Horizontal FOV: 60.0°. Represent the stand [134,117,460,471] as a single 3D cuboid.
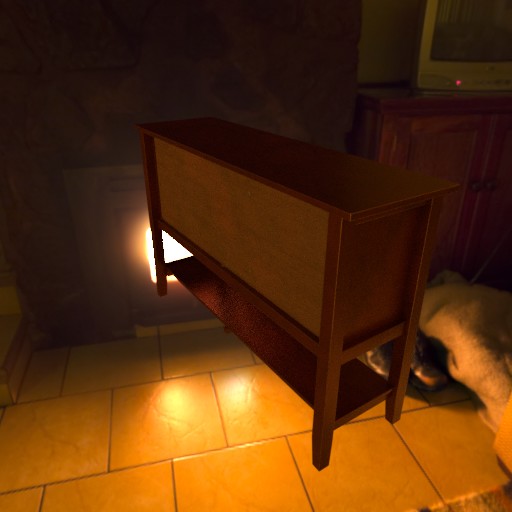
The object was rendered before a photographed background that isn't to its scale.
[{"bbox_3d":[0.000,0.000,1.774,0.410,0.872,1.362,-16,30,-30],"label":"stand"}]
